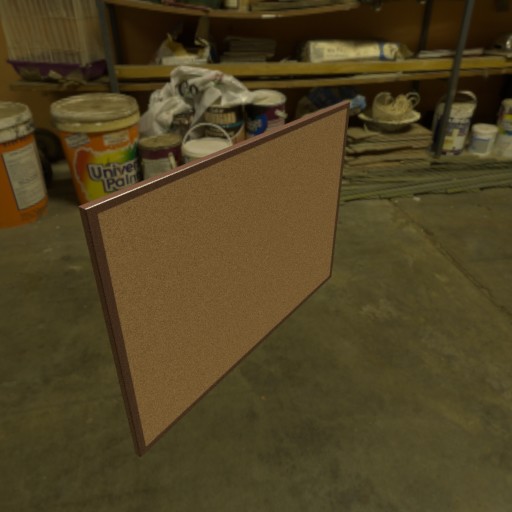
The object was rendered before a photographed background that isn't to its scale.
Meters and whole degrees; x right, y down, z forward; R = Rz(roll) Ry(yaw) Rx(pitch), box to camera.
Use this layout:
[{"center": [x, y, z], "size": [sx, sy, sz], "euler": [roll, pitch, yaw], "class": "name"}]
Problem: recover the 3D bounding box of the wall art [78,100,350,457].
[{"center": [0.000, 0.000, 0.845], "size": [0.014, 0.455, 0.660], "euler": [21, 38, 31], "class": "wall art"}]
